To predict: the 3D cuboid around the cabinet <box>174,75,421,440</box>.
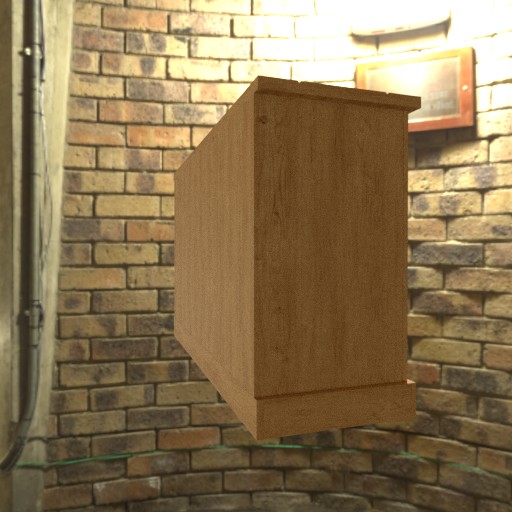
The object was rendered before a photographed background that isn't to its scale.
[{"bbox_3d":[0.000,0.000,1.673,0.432,0.810,1.321,0,1,-18],"label":"cabinet"}]
